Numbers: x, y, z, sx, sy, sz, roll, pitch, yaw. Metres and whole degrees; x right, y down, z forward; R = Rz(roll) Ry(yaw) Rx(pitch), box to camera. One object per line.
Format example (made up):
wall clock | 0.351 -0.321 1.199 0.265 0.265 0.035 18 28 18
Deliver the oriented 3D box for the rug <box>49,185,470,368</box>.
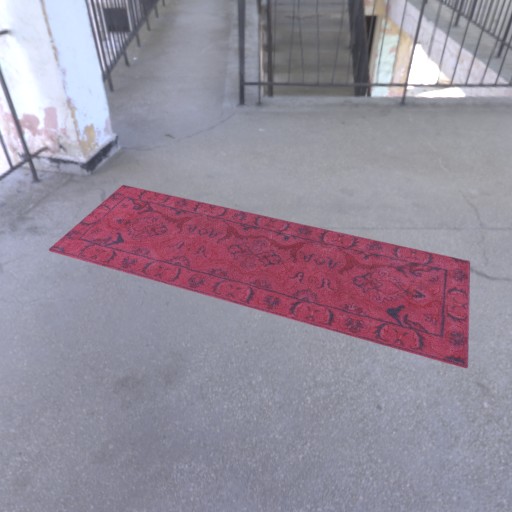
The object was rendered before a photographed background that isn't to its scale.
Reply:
rug | 0.000 0.000 2.699 2.439 0.018 0.813 14 42 16
